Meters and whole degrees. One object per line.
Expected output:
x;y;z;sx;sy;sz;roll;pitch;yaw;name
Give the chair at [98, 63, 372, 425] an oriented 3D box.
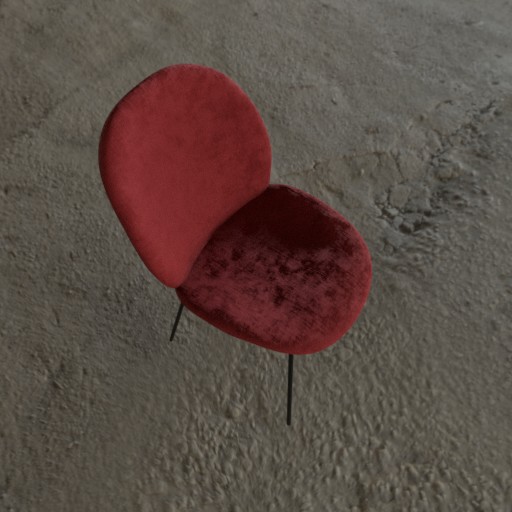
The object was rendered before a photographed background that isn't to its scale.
0.000;0.000;1.135;0.587;0.791;0.458;31;64;17;chair
